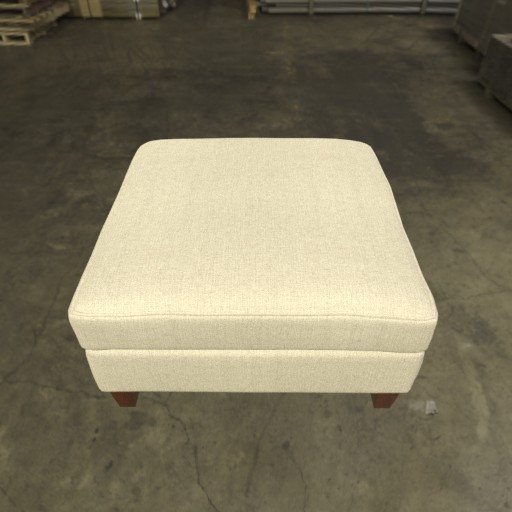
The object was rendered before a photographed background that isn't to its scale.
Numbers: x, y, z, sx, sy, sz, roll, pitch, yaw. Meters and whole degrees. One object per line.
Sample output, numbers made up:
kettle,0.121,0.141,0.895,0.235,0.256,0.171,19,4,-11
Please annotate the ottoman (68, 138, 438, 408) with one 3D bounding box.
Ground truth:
ottoman,0.000,0.000,1.382,0.838,0.478,0.838,0,41,0
